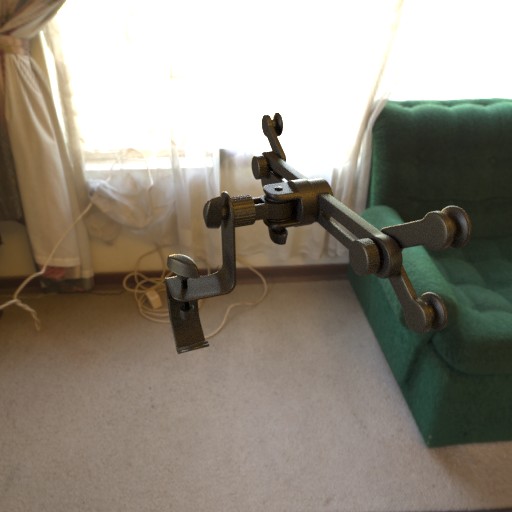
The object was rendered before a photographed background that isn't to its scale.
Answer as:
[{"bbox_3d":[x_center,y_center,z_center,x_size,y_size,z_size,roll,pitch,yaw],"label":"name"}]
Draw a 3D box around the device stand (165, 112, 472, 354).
[{"bbox_3d":[0.000,0.000,0.358,0.142,0.166,0.270,-11,32,-18],"label":"device stand"}]
